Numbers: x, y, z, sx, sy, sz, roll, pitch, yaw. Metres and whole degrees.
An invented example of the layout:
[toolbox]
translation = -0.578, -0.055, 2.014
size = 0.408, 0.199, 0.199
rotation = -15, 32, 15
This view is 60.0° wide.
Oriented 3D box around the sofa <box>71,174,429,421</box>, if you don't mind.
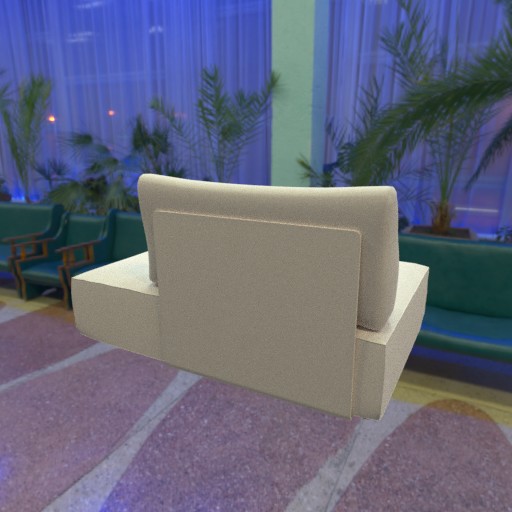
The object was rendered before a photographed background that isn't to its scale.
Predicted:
[sofa]
translation = 0.000, 0.000, 2.110
size = 1.450, 0.820, 1.000
rotation = 8, 17, 27
